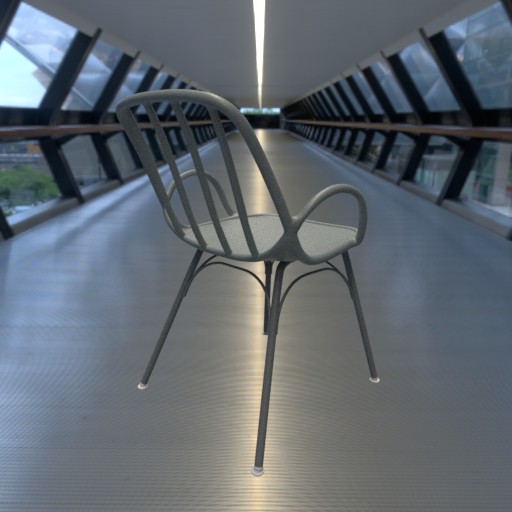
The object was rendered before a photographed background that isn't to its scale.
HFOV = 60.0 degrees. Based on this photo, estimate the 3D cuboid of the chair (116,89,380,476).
[{"bbox_3d":[0.000,0.000,1.208,0.549,0.816,0.597,15,22,43],"label":"chair"}]
